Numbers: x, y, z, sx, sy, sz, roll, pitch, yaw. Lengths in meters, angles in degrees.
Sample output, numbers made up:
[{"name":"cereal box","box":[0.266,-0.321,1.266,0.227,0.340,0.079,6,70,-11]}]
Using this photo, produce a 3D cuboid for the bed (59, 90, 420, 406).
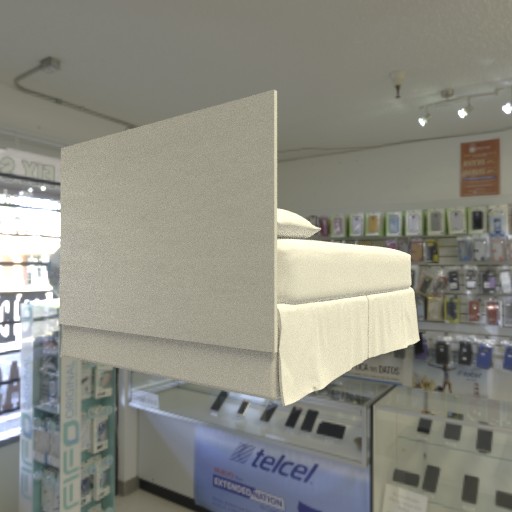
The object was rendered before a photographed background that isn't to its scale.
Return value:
[{"name":"bed","box":[0.000,0.000,3.184,1.745,1.335,2.094,-1,-2,35]}]
